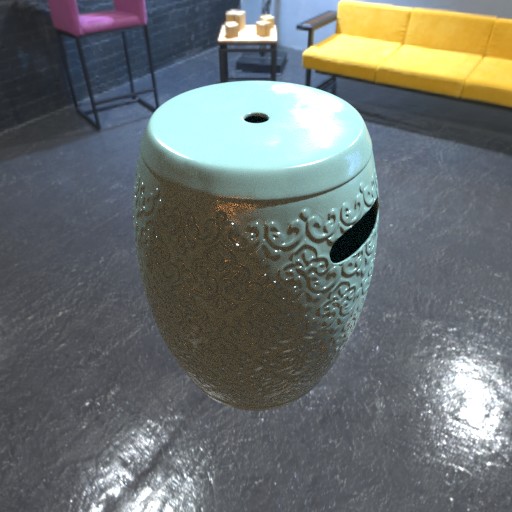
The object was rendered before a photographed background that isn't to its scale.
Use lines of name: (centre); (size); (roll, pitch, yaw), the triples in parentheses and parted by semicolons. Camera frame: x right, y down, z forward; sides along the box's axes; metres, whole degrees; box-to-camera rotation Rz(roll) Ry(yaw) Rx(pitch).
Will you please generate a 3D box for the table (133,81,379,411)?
table: (0.000, 0.000, 0.605); (0.309, 0.397, 0.309); (0, 41, 0)
